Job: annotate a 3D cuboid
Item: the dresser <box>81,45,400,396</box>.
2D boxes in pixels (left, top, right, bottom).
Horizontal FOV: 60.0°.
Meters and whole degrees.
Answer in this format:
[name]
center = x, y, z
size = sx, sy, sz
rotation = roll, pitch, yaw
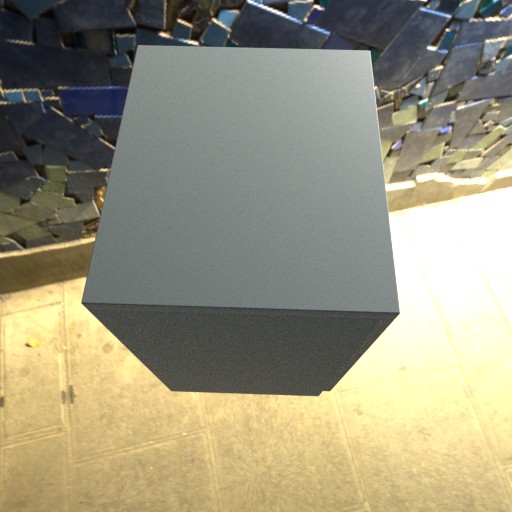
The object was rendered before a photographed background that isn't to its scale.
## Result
[dresser]
center = 0.000, 0.000, 0.808
size = 0.360, 0.560, 0.400
rotation = 2, 64, 1
